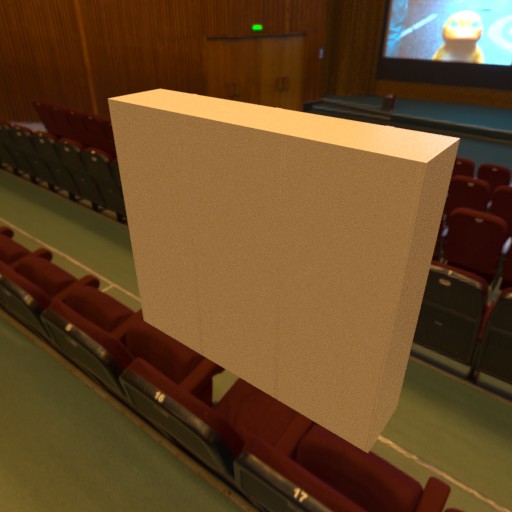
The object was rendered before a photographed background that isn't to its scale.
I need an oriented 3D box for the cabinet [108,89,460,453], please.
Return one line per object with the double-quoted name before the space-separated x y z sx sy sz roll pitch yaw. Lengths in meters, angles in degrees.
"cabinet" 0.000 0.000 3.815 2.700 2.370 0.590 22 37 32
